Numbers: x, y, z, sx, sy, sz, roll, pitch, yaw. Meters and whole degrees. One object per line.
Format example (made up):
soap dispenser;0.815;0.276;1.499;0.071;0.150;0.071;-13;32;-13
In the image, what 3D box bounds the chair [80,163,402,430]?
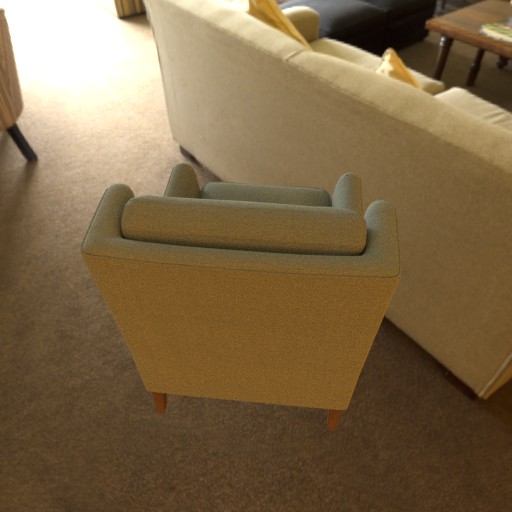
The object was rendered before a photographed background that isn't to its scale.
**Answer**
chair;0.000;0.000;1.801;0.866;1.056;1.040;4;46;4
